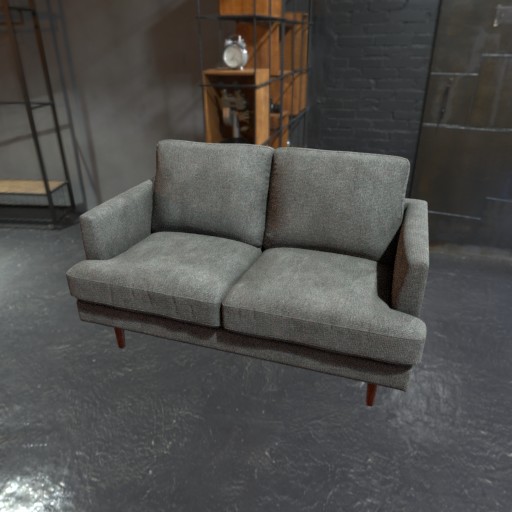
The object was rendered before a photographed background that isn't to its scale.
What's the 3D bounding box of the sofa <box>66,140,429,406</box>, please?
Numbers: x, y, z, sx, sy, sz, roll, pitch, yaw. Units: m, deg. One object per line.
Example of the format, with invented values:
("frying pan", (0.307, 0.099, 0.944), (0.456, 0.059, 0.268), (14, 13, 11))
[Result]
("sofa", (0.000, 0.000, 2.177), (1.582, 0.956, 0.903), (8, 27, 17))
